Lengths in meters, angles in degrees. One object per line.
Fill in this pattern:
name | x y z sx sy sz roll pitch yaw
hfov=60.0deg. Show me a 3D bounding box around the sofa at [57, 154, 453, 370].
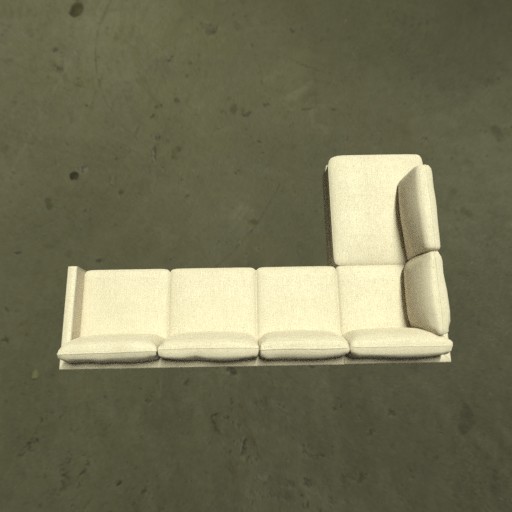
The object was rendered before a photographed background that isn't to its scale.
sofa | 0.000 0.000 4.242 3.384 0.996 2.048 -1 76 0
